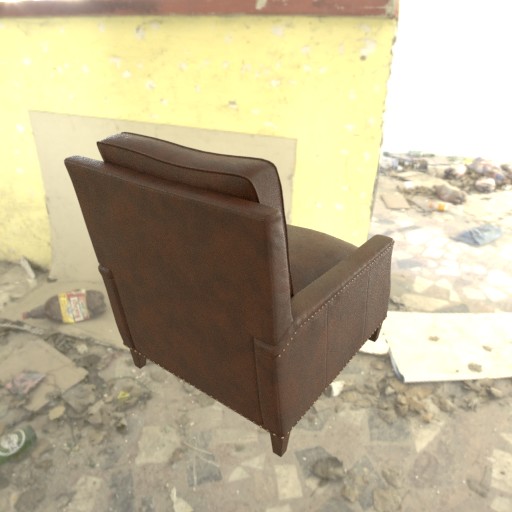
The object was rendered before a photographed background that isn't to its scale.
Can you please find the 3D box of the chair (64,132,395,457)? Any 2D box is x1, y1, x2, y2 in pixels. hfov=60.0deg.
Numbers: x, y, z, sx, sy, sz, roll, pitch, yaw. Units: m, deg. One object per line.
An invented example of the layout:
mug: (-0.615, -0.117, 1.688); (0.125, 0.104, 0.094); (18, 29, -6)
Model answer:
chair: (0.000, 0.000, 1.823); (0.854, 1.054, 1.035); (19, 33, 32)
